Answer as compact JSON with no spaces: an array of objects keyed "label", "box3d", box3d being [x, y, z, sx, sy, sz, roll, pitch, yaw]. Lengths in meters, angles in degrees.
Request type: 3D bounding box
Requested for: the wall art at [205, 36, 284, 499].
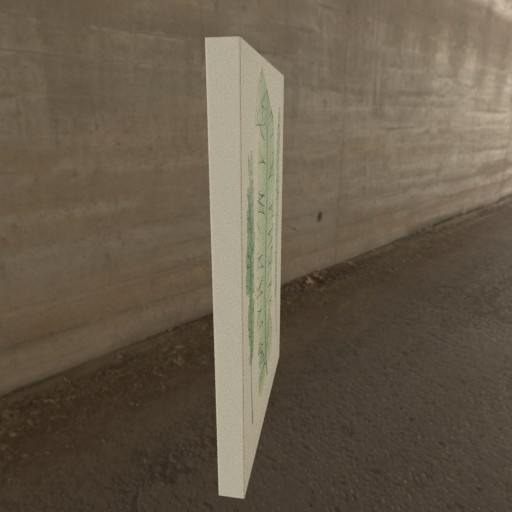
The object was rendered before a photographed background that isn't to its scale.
[{"label":"wall art","box3d":[0.000,0.000,0.754,0.038,0.608,0.418,3,17,9]}]
